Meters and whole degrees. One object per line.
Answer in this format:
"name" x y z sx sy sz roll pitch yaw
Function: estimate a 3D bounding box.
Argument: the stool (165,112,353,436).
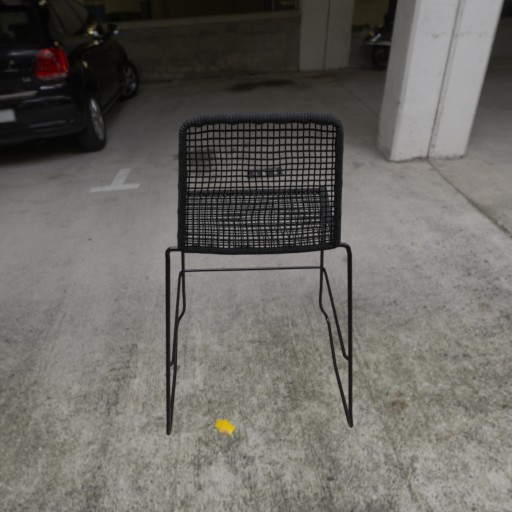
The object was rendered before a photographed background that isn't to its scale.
"stool" 0.000 0.000 1.260 0.590 0.905 0.509 -1 31 -2
